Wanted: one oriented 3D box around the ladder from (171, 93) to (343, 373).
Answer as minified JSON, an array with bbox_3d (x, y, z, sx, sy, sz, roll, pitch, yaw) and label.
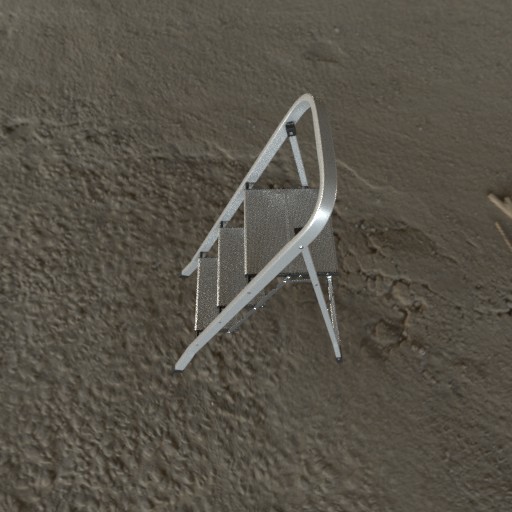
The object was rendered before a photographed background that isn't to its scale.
[{"bbox_3d":[0.000,0.000,1.468,0.704,1.070,0.465,-1,59,-1],"label":"ladder"}]
